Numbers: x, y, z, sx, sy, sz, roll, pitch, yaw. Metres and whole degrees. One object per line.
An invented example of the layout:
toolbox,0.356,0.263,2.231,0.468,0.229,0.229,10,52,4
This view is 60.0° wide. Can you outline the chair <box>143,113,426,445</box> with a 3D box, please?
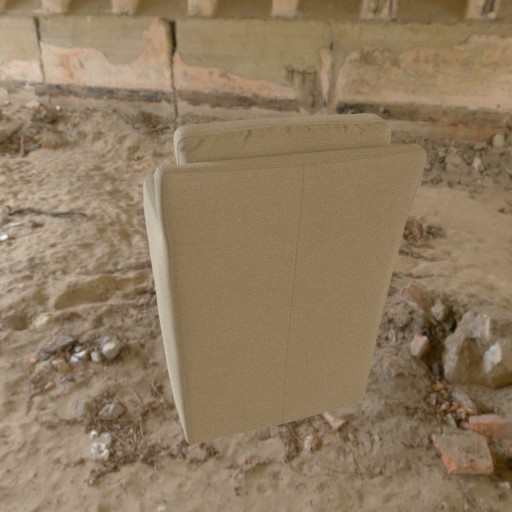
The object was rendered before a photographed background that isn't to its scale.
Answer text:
chair,0.000,0.000,1.368,0.626,0.914,0.694,-8,30,-14
